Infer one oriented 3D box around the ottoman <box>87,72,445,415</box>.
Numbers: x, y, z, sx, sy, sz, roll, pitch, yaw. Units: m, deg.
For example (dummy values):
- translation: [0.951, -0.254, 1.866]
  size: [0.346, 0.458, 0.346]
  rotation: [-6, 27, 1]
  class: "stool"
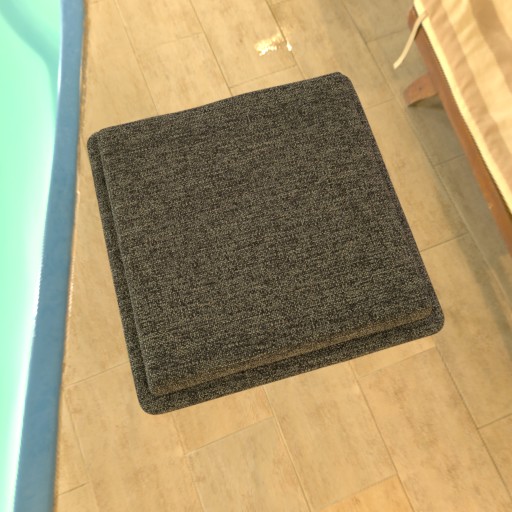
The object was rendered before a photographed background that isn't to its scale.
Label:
- translation: [0.000, 0.000, 0.828]
  size: [0.450, 0.463, 0.450]
  rotation: [-15, 75, -4]
  class: "ottoman"
